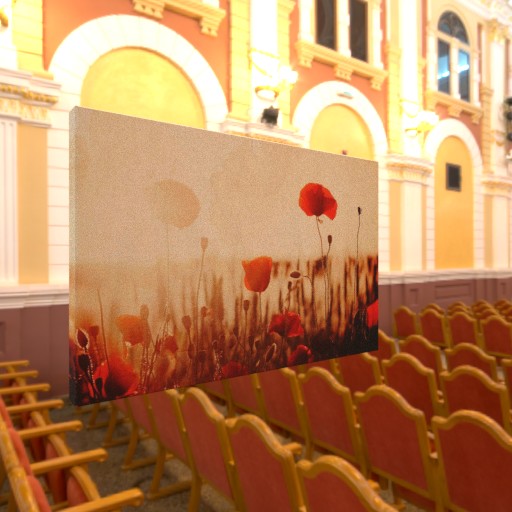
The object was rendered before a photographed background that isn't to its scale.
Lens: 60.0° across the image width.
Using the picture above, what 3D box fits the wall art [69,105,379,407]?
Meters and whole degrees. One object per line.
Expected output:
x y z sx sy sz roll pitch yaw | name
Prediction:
0.000 0.000 0.781 0.613 0.402 0.040 0 0 -35 | wall art
